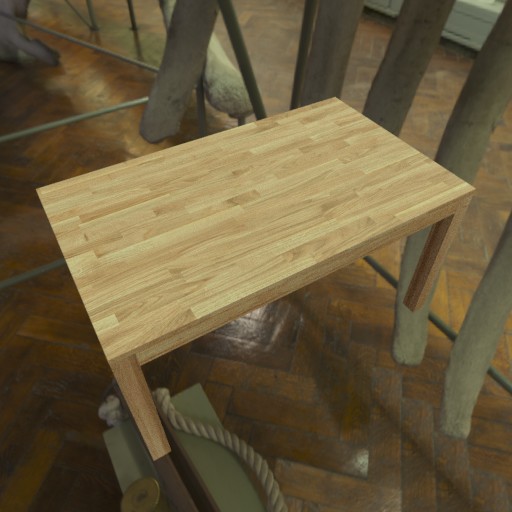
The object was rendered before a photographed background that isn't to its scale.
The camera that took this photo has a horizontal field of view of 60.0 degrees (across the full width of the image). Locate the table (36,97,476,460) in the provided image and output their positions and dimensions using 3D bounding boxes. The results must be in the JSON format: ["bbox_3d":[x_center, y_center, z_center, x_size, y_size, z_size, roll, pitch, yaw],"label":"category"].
[{"bbox_3d":[0.000,0.000,2.037,1.500,0.770,0.900,-23,51,-21],"label":"table"}]
